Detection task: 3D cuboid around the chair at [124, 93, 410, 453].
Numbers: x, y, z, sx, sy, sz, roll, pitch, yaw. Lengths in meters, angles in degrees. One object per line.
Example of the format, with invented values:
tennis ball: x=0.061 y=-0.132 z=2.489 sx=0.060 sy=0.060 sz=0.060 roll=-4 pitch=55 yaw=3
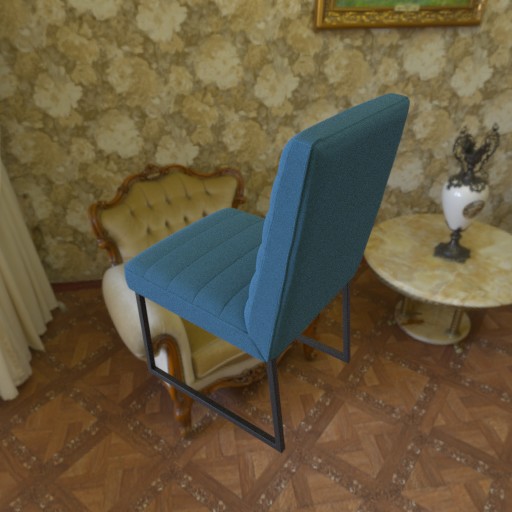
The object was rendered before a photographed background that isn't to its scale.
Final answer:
chair: x=0.000 y=0.000 z=1.332 sx=0.634 sy=0.930 sz=0.520 roll=20 pitch=36 yaw=30
